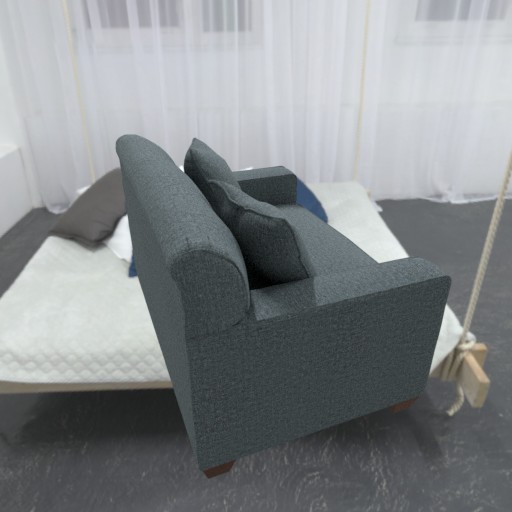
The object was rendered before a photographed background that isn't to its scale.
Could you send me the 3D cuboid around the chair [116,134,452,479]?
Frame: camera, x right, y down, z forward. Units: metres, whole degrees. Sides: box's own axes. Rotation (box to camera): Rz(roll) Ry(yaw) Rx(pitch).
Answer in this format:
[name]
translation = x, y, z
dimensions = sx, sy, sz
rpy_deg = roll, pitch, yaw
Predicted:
[chair]
translation = 0.000, 0.000, 2.014
dimensions = 1.000, 0.948, 1.383
rpy_deg = -11, 30, -19
